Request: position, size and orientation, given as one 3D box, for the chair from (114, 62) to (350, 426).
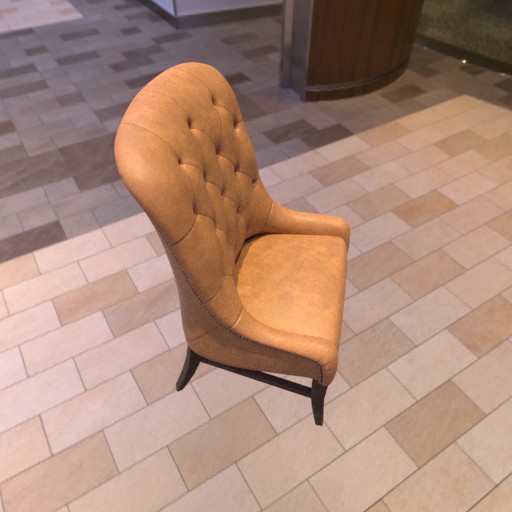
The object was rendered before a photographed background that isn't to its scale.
[{"bbox_3d":[0.000,0.000,1.470,0.629,1.091,0.634,9,47,8],"label":"chair"}]
